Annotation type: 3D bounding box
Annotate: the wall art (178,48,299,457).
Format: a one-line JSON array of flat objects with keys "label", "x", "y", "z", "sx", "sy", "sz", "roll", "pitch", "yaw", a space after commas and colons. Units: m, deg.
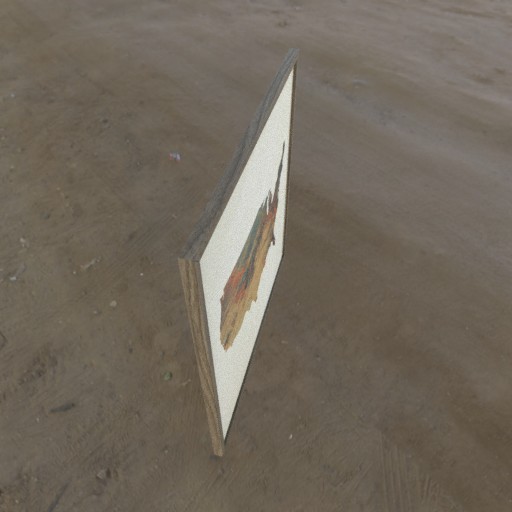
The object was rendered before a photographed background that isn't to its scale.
[{"label": "wall art", "x": 0.000, "y": 0.000, "z": 0.766, "sx": 0.016, "sy": 0.507, "sz": 0.508, "roll": 11, "pitch": 47, "yaw": 10}]
